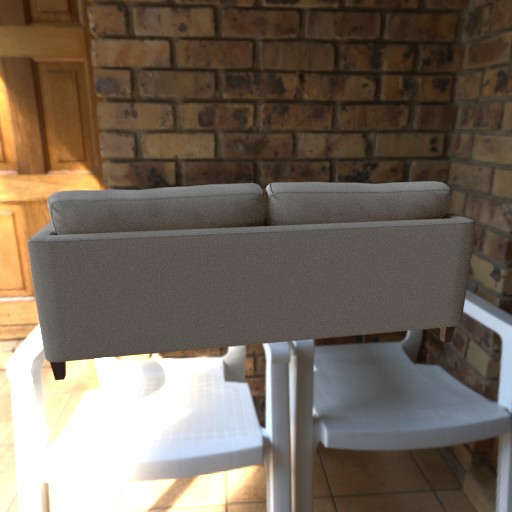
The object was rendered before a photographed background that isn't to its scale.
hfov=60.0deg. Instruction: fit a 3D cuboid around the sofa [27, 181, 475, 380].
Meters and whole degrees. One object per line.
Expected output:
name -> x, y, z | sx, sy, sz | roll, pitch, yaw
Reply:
sofa -> 0.000, 0.000, 2.772 | 2.361, 0.968, 0.951 | -3, 17, -10
